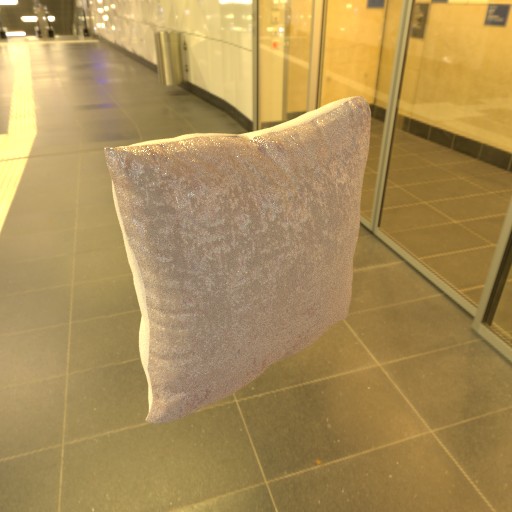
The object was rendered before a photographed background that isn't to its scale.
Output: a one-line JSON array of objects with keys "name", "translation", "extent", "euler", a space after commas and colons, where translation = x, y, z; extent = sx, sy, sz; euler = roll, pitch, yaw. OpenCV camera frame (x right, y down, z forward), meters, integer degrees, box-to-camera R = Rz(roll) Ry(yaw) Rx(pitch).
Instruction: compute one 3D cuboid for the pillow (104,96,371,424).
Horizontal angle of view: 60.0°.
[{"name": "pillow", "translation": [0.000, 0.000, 0.716], "extent": [0.450, 0.448, 0.245], "euler": [-21, 36, -32]}]
